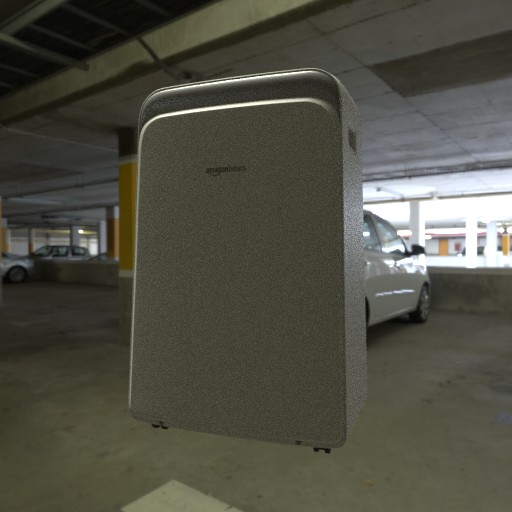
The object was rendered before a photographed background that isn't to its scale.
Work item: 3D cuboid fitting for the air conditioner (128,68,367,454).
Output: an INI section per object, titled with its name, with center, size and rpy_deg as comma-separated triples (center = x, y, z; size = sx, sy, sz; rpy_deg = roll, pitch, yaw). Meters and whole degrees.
[air conditioner]
center = 0.000, 0.000, 0.950
size = 0.454, 0.700, 0.365
rpy_deg = 0, 1, 19
